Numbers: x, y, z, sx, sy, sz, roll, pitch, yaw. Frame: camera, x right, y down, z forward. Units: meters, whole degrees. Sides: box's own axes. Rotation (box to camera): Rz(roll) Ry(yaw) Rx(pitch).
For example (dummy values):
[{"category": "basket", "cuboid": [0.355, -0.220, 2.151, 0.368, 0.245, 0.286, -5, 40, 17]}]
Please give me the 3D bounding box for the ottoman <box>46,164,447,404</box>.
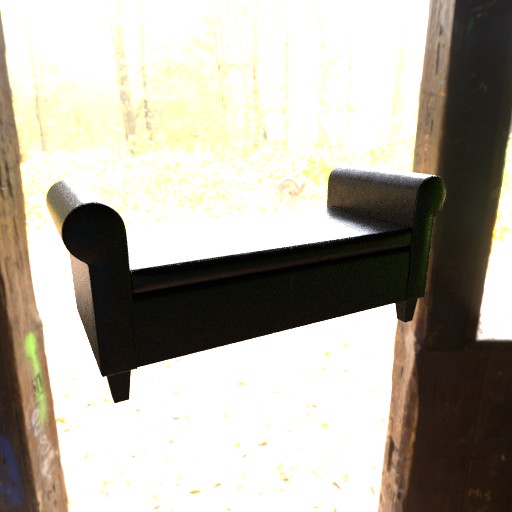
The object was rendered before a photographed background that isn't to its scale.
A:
[{"category": "ottoman", "cuboid": [0.000, 0.000, 1.547, 1.256, 0.547, 0.521, -9, 19, -27]}]
